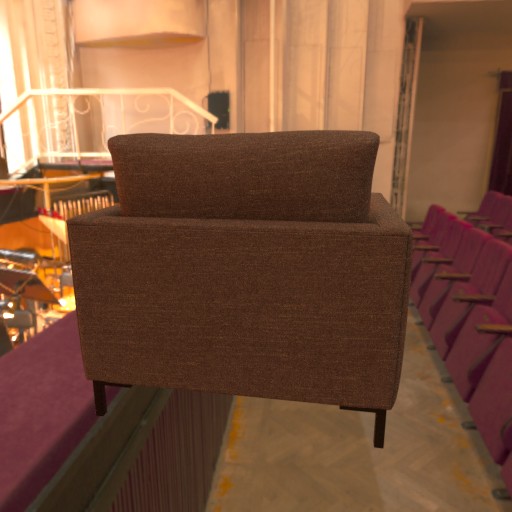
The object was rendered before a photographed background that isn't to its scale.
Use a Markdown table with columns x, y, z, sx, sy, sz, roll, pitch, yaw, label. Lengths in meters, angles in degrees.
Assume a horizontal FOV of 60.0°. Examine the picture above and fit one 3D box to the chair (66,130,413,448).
| x | y | z | sx | sy | sz | roll | pitch | yaw | label |
| --- | --- | --- | --- | --- | --- | --- | --- | --- | --- |
| 0.000 | 0.000 | 1.569 | 0.940 | 0.841 | 0.845 | 3 | 14 | 10 | chair |
